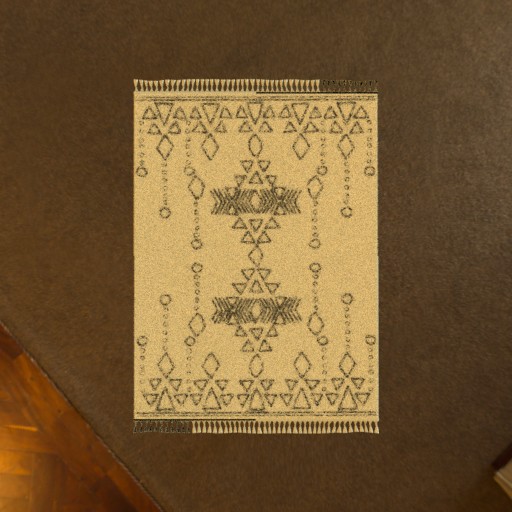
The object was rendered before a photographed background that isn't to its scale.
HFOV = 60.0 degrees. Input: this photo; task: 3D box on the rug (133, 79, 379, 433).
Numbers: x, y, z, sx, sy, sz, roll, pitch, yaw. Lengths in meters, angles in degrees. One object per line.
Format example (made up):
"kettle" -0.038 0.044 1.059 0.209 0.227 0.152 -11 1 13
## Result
"rug" 0.000 0.000 2.896 1.600 0.013 2.312 0 90 0
